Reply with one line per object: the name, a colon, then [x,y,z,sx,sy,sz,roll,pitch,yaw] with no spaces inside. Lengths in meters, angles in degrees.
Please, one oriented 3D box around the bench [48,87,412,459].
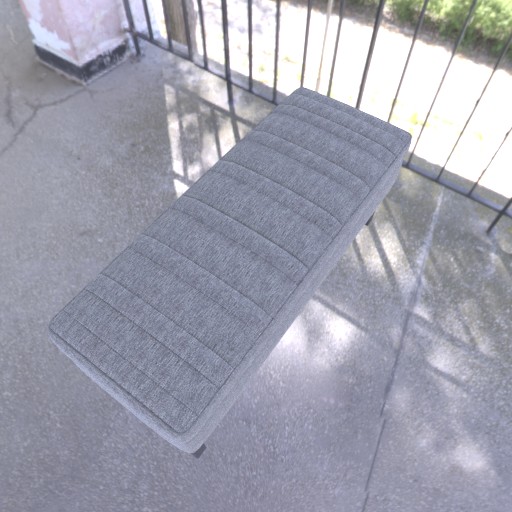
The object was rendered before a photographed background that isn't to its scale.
bench: [0.000,0.000,1.332,0.429,0.470,1.100,31,62,19]
